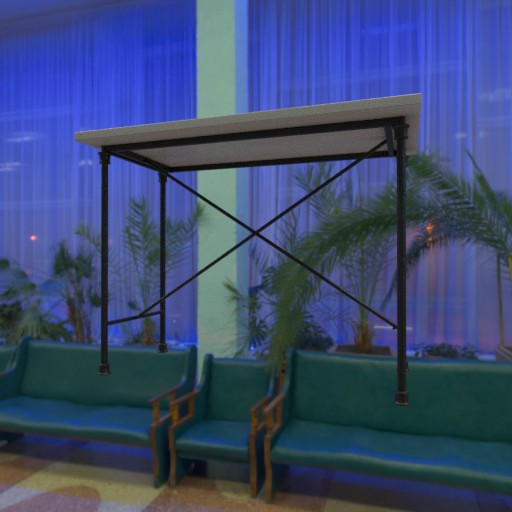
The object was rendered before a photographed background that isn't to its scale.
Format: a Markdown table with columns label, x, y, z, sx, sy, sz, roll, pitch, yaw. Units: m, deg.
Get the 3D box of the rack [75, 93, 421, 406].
| label | x | y | z | sx | sy | sz | roll | pitch | yaw |
| --- | --- | --- | --- | --- | --- | --- | --- | --- | --- |
| rack | 0.000 | 0.000 | 1.679 | 1.159 | 0.880 | 0.613 | 0 | 0 | 19 |
